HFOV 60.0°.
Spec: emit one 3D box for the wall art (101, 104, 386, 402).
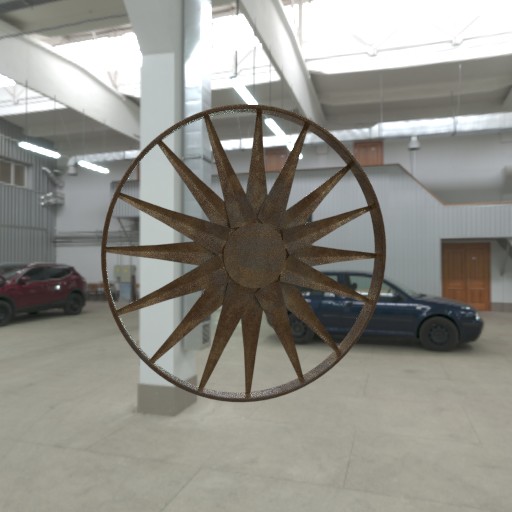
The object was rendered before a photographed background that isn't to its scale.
[{"bbox_3d":[0.000,0.000,0.882,0.582,0.583,0.084,0,-1,-18],"label":"wall art"}]
